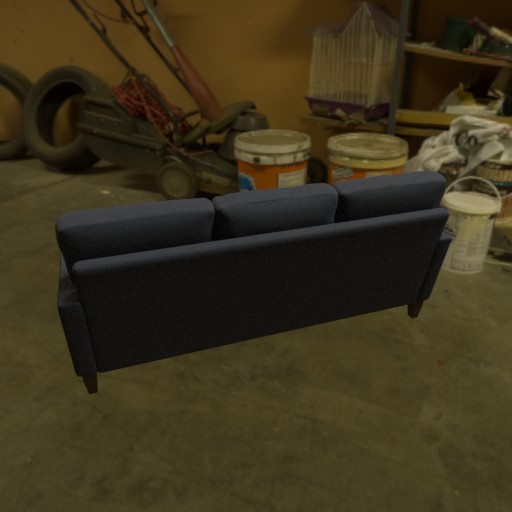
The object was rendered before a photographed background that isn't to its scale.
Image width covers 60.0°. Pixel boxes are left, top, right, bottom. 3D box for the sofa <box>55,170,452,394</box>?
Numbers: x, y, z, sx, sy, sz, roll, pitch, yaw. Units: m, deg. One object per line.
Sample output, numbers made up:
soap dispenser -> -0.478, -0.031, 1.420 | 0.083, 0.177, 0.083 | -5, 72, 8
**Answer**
sofa -> 0.000, 0.000, 2.617 | 2.115, 0.984, 0.888 | -9, 28, -18
